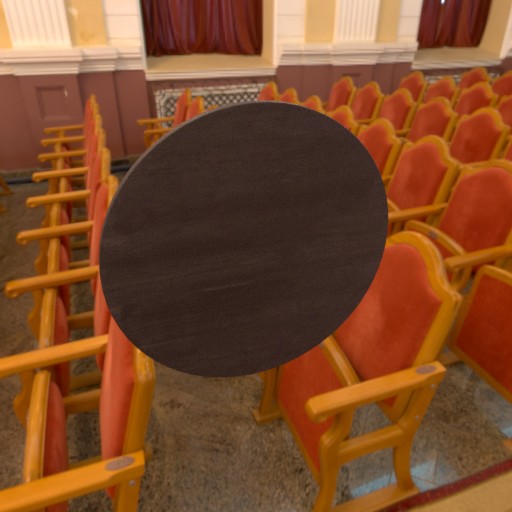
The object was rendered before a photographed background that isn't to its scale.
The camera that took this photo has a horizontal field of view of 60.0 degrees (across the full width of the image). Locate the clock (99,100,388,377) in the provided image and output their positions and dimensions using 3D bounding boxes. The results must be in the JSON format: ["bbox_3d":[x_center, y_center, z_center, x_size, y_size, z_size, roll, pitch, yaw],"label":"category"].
[{"bbox_3d":[0.000,0.000,0.891,0.595,0.595,0.029,-9,29,-17],"label":"clock"}]
